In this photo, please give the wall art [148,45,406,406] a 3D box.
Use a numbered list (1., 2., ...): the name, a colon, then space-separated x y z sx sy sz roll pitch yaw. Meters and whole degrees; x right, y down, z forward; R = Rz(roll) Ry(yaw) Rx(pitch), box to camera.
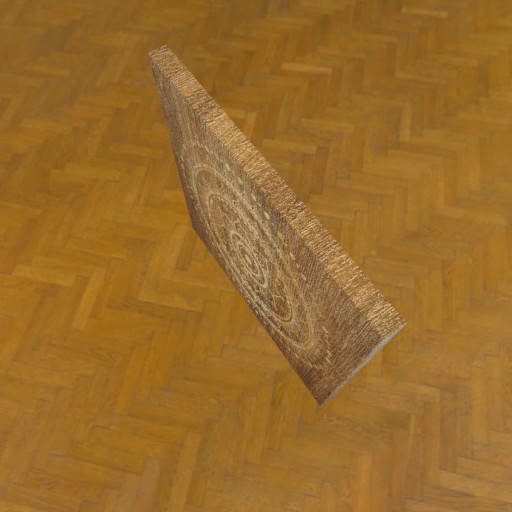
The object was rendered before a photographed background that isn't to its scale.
1. wall art: 0.000 0.000 0.925 0.042 0.608 0.611 -32 68 -15
